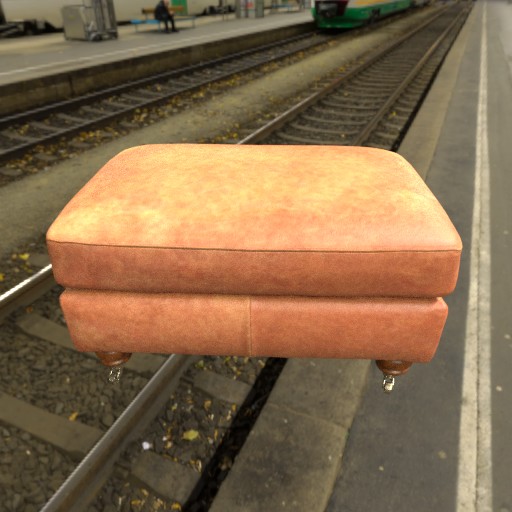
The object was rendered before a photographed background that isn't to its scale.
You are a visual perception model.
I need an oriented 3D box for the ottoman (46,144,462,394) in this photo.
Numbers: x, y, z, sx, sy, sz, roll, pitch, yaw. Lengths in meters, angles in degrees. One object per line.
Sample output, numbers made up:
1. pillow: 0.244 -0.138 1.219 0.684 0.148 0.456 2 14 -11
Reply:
1. ottoman: 0.000 0.000 1.171 0.852 0.507 0.565 1 31 2
